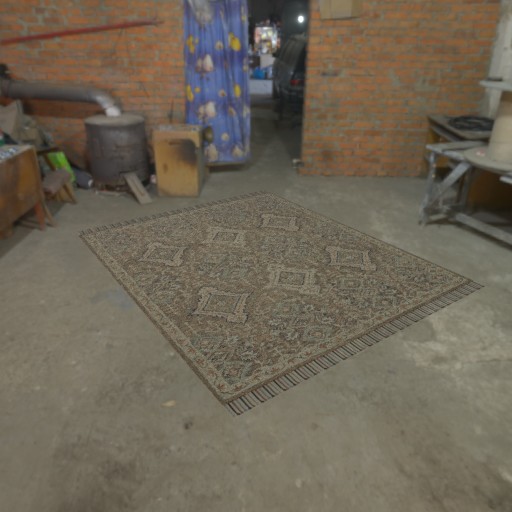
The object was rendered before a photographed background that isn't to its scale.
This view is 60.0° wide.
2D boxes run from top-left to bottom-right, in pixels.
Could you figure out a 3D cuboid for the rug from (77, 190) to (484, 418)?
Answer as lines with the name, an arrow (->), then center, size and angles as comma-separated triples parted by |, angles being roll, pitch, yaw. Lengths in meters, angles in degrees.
rug -> 0.000, 0.000, 4.114 | 2.437, 0.010, 3.056 | -17, 31, -31
